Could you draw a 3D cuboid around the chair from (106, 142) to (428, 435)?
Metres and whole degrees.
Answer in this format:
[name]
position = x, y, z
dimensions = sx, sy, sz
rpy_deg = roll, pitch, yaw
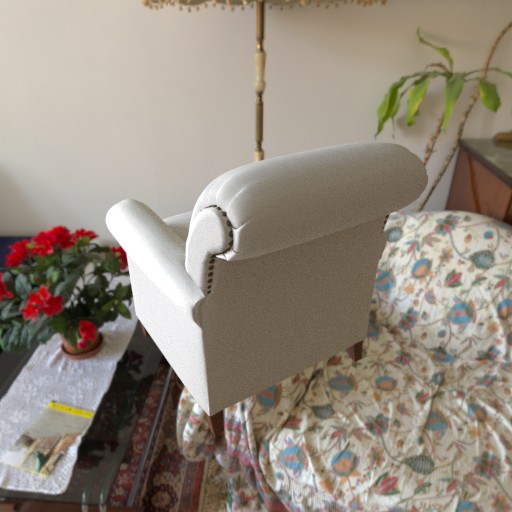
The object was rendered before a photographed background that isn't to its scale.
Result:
[chair]
position = 0.000, 0.000, 1.635
dimensions = 0.854, 0.927, 0.890
rpy_deg = -18, 34, -28
